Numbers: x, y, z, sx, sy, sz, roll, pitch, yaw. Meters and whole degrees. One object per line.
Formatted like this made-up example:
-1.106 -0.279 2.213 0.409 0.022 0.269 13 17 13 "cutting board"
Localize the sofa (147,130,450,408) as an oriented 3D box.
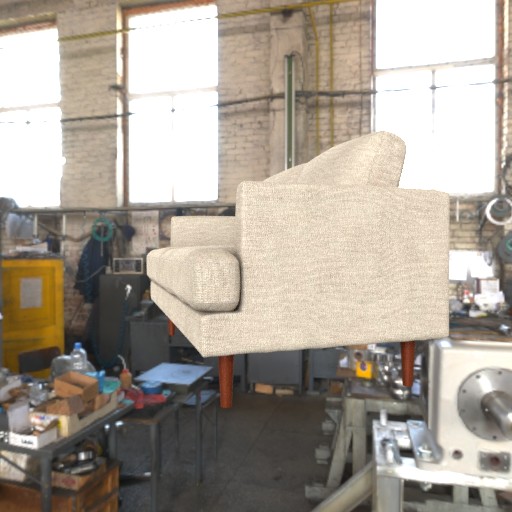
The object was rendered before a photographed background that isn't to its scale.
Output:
0.000 0.000 2.108 0.903 0.944 1.582 0 1 -19 "sofa"
